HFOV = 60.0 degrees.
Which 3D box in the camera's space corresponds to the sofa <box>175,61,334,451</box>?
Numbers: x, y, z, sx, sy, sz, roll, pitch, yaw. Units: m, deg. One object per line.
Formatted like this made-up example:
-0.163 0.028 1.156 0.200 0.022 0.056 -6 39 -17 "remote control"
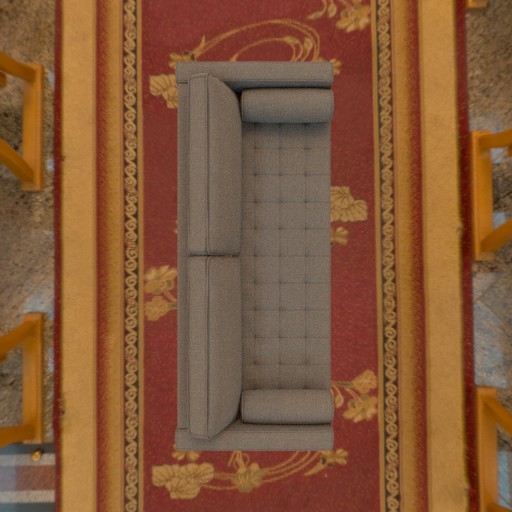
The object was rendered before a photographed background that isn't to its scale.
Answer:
0.000 0.000 2.674 0.914 0.762 2.198 0 90 0 "sofa"
